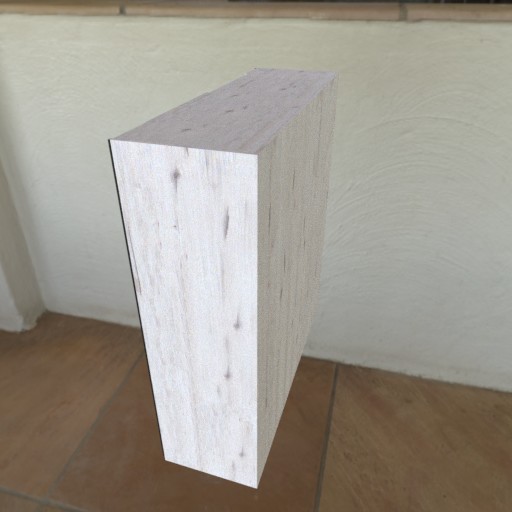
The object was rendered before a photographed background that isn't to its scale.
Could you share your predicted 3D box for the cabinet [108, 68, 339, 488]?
[{"bbox_3d":[0.000,0.000,3.149,0.660,2.180,2.000,10,33,15],"label":"cabinet"}]
